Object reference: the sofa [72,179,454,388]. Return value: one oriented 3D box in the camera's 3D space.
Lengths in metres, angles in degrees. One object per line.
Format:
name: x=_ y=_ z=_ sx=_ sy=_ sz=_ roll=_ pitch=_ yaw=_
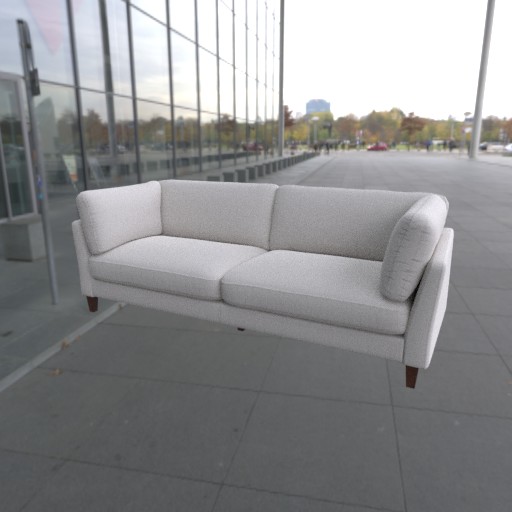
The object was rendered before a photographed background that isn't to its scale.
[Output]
sofa: x=0.000 y=0.000 z=2.847 sx=2.301 sy=0.863 sz=0.957 roll=7 pitch=16 yaw=27
